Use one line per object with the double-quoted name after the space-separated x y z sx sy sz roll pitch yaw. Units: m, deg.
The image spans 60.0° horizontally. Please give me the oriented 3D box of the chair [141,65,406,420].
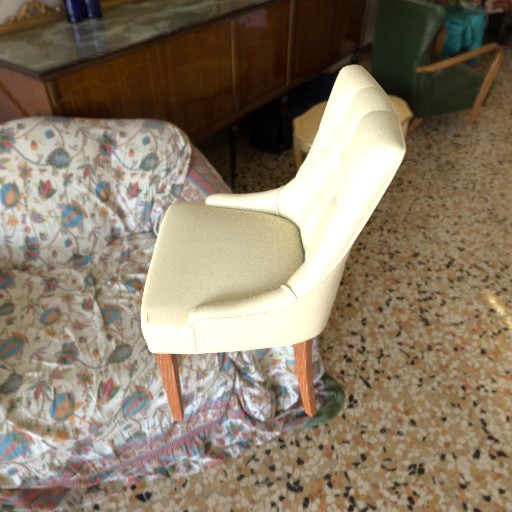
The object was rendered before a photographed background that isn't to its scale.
0.000 0.000 1.194 0.565 0.874 0.509 0 41 0 "chair"
